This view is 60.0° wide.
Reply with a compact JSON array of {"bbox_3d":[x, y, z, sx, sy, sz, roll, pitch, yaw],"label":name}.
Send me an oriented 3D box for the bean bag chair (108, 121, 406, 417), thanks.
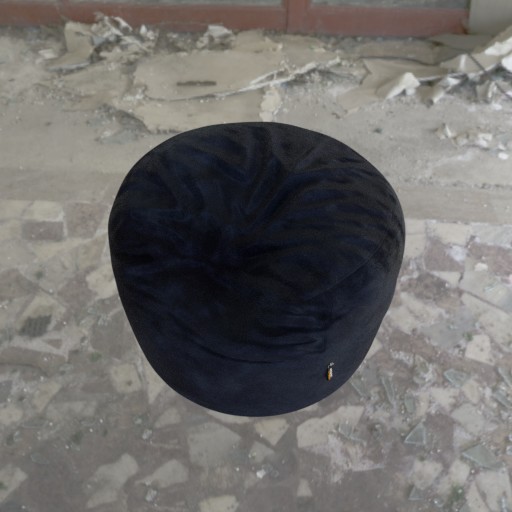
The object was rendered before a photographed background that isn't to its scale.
[{"bbox_3d":[0.000,0.000,1.496,0.918,0.616,0.918,0,48,0],"label":"bean bag chair"}]
